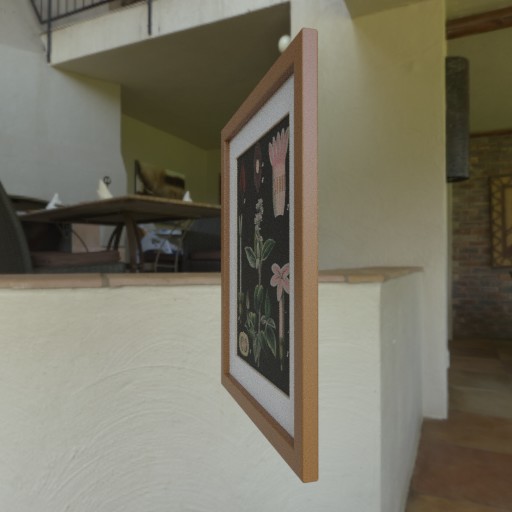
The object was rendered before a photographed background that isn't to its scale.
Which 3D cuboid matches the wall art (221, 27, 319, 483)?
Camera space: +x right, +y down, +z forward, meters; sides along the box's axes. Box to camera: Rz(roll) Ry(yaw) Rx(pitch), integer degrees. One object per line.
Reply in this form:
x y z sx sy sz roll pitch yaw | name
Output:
0.000 0.000 0.750 0.021 0.550 0.449 0 -1 -17 | wall art
